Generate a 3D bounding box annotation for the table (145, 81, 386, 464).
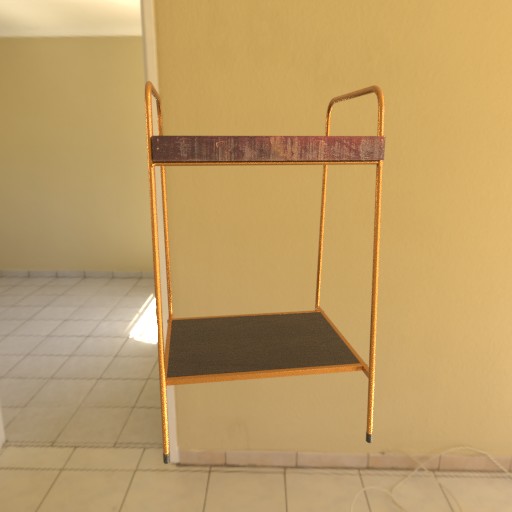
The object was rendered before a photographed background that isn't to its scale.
[{"bbox_3d":[0.000,0.000,1.010,0.430,0.710,0.430,-2,14,-8],"label":"table"}]
